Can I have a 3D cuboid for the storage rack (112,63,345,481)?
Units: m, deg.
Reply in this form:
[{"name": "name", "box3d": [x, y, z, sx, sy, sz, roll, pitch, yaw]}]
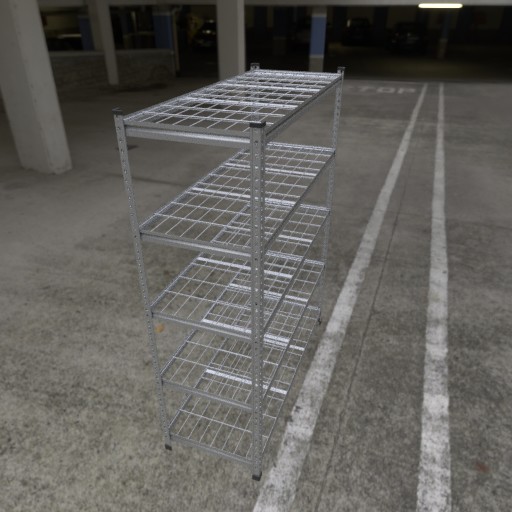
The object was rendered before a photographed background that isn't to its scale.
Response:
[{"name": "storage rack", "box3d": [0.000, 0.000, 2.701, 0.610, 1.981, 1.524, 11, 32, 18]}]
